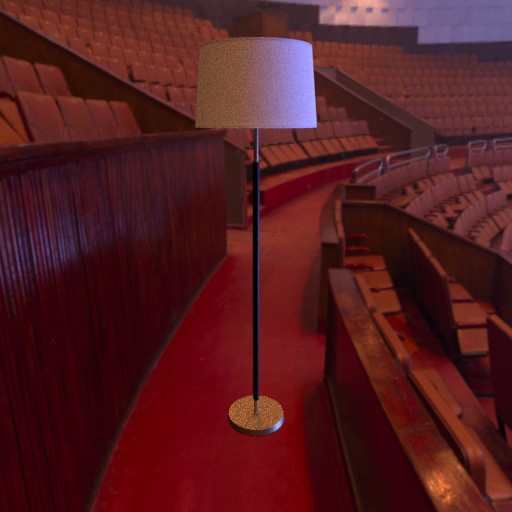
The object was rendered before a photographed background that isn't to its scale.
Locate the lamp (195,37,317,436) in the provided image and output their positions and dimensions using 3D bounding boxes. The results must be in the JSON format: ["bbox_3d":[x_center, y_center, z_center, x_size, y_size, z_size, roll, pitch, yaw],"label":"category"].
[{"bbox_3d":[0.000,0.000,1.680,0.420,1.447,0.420,0,17,0],"label":"lamp"}]
